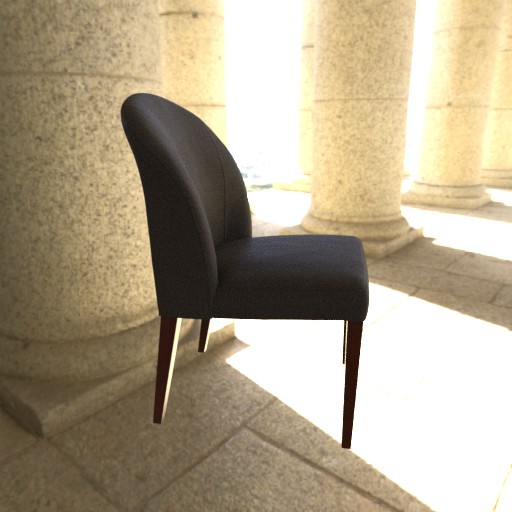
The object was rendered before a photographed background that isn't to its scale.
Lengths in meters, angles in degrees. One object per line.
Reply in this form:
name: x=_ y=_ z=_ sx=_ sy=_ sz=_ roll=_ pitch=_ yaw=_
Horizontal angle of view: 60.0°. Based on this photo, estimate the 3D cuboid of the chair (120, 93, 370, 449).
chair: x=0.000 y=0.000 z=1.265 sx=0.619 sy=0.879 sz=0.506 roll=3 pitch=17 yaw=10
